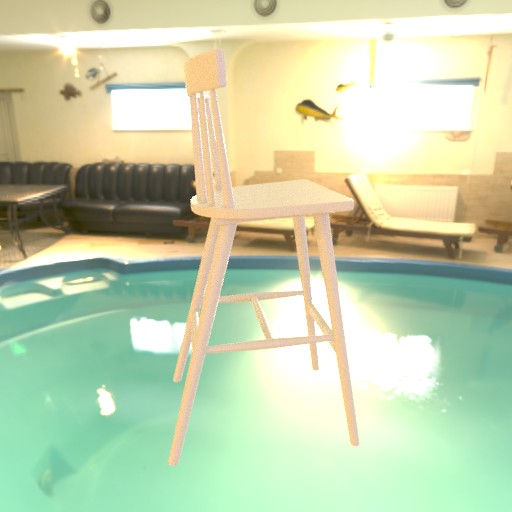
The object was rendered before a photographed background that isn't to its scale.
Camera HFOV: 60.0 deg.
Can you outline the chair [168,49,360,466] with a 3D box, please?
[{"bbox_3d":[0.000,0.000,1.364,0.572,1.092,0.483,-2,16,-8],"label":"chair"}]
